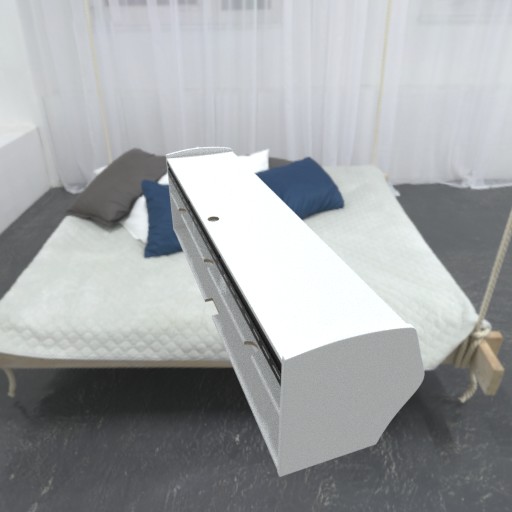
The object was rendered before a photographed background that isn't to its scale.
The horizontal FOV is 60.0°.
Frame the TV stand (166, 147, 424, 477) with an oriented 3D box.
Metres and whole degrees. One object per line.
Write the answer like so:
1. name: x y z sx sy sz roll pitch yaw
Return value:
1. TV stand: 0.000 0.000 1.687 0.397 0.424 1.473 -10 32 -17
